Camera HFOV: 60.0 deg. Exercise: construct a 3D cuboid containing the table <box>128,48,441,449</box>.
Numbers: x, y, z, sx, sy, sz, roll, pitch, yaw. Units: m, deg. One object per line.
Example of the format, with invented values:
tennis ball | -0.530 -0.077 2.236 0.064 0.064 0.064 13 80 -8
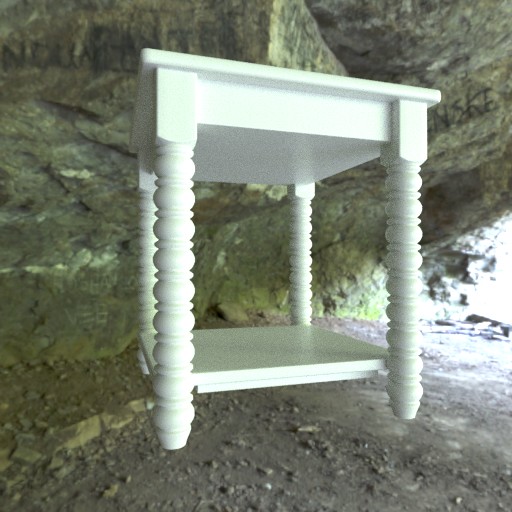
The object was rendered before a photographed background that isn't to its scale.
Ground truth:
table | 0.000 0.000 0.929 0.500 0.563 0.533 0 -1 -18
